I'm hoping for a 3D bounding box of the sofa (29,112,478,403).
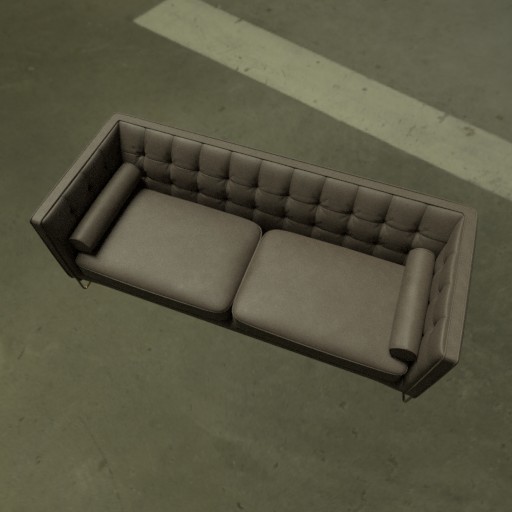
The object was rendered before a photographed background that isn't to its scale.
[{"bbox_3d":[0.000,0.000,2.493,2.087,0.789,0.867,17,60,11],"label":"sofa"}]
